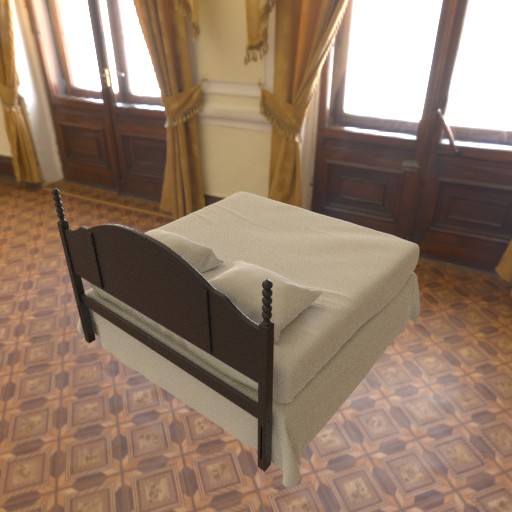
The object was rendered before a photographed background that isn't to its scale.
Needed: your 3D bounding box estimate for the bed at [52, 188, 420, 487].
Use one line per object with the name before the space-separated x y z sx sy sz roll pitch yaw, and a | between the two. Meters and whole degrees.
bed | 0.000 0.000 3.618 2.322 1.355 2.219 22 36 33
